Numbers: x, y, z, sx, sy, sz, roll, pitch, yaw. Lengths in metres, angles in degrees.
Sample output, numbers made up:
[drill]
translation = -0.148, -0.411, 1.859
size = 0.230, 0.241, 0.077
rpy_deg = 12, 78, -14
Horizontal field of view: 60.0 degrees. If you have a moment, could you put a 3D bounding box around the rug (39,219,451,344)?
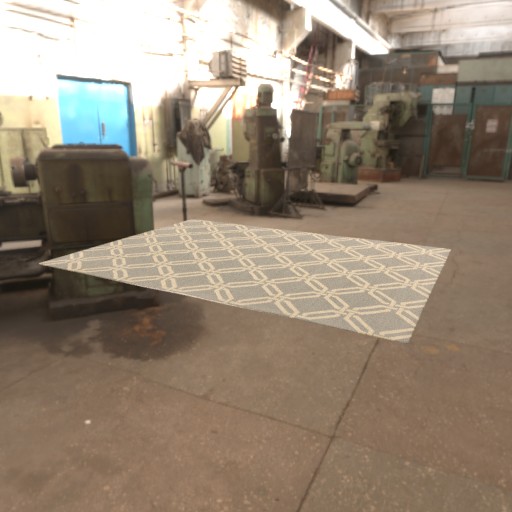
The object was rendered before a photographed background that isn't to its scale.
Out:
[rug]
translation = 0.000, 0.000, 2.796
size = 2.133, 0.013, 1.522
rpy_deg = 9, 18, 27
